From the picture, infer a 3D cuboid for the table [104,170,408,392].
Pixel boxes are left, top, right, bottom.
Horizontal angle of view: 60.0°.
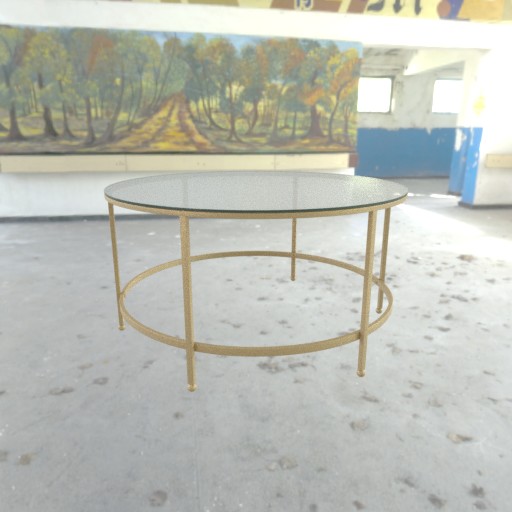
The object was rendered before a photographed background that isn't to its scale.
[{"bbox_3d":[0.000,0.000,1.459,0.914,0.470,0.914,0,16,0],"label":"table"}]
